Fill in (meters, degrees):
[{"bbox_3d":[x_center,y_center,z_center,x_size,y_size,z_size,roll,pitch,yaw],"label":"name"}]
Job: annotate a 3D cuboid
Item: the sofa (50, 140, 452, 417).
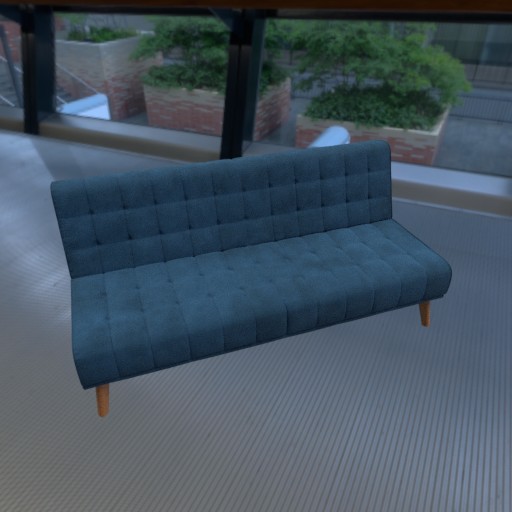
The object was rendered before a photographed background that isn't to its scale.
[{"bbox_3d":[0.000,0.000,2.282,1.804,0.813,0.855,-11,35,-16],"label":"sofa"}]
